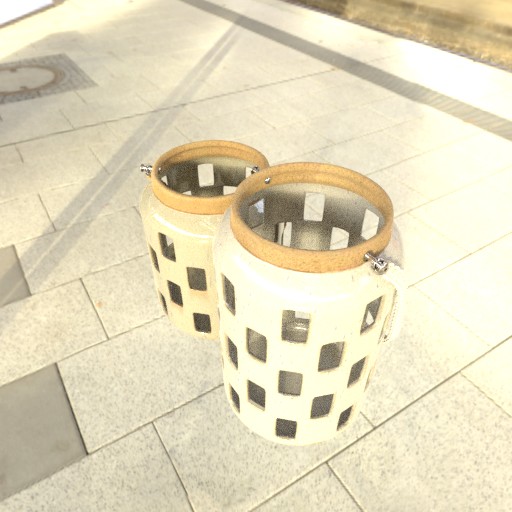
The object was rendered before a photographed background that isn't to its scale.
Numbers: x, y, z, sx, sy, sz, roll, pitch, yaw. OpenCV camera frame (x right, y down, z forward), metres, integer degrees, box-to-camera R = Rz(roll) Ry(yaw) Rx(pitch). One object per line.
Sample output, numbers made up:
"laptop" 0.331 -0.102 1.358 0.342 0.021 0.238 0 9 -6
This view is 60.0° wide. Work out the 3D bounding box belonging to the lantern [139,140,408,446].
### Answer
"lantern" 0.000 0.000 0.497 0.184 0.255 0.347 -24 47 -25
